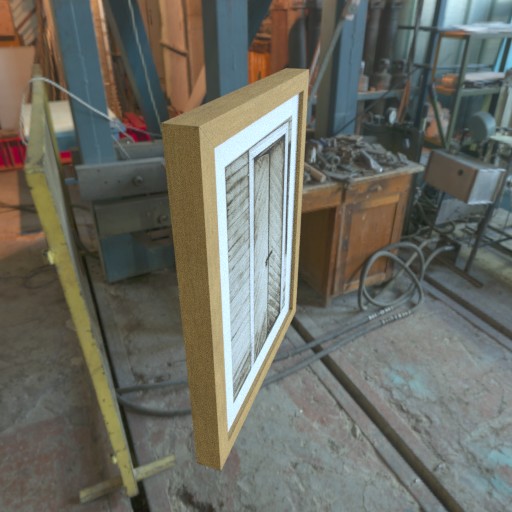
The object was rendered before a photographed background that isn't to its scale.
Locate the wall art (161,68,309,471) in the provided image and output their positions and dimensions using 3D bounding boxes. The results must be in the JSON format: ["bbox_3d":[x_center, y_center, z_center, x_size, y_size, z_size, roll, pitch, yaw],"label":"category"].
[{"bbox_3d":[0.000,0.000,0.531,0.030,0.380,0.312,10,32,17],"label":"wall art"}]
